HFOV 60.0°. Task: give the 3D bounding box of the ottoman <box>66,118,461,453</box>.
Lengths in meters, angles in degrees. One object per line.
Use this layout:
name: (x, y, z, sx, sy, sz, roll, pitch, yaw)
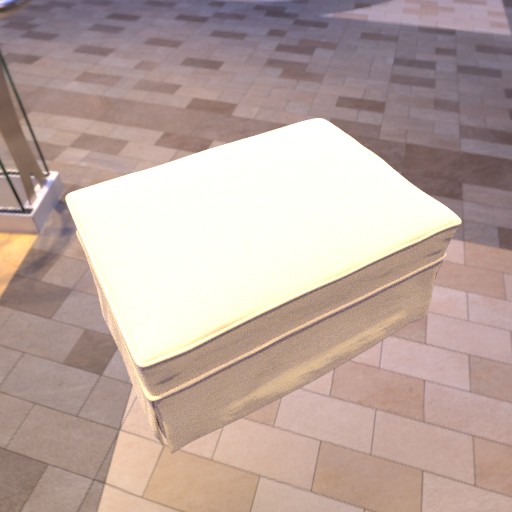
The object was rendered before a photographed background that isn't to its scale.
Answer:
ottoman: (0.000, 0.000, 1.353, 0.944, 0.479, 0.703, -22, 50, -20)
